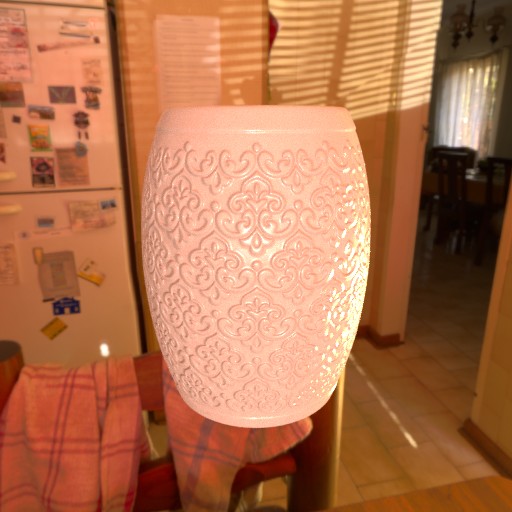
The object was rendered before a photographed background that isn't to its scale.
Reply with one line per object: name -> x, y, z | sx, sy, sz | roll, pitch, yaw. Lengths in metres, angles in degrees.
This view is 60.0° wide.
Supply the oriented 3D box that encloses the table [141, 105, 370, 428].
table -> 0.000, 0.000, 0.624 | 0.309, 0.397, 0.309 | 0, 17, 0
